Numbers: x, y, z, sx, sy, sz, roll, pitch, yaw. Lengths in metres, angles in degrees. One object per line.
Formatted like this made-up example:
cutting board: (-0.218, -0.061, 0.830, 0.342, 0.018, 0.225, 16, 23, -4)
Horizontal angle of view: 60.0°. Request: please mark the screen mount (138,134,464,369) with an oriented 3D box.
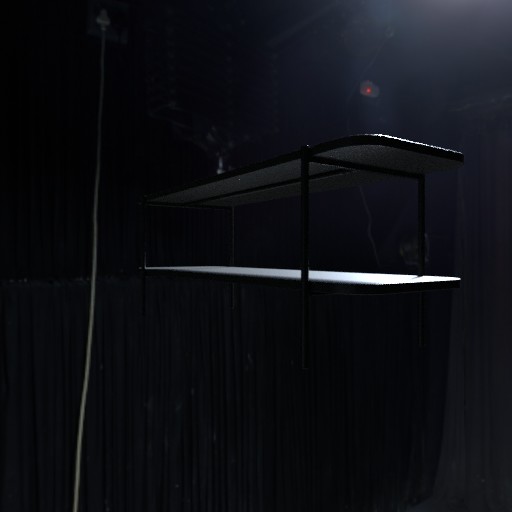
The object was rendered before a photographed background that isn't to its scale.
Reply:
screen mount: (0.000, 0.000, 1.378, 0.400, 0.447, 1.200, 0, 0, -34)
